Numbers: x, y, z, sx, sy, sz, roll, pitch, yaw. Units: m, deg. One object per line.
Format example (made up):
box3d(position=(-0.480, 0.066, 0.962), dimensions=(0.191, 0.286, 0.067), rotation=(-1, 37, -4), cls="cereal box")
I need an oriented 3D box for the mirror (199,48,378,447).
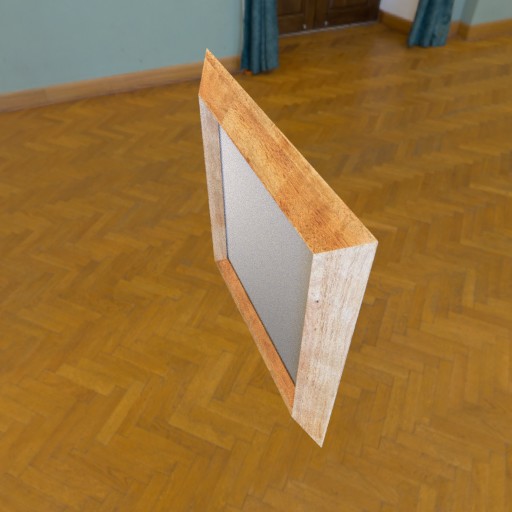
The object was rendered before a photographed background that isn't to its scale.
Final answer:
box3d(position=(0.000, 0.000, 0.974), dimensions=(0.047, 0.651, 0.651), rotation=(-17, 48, -16), cls="mirror")
